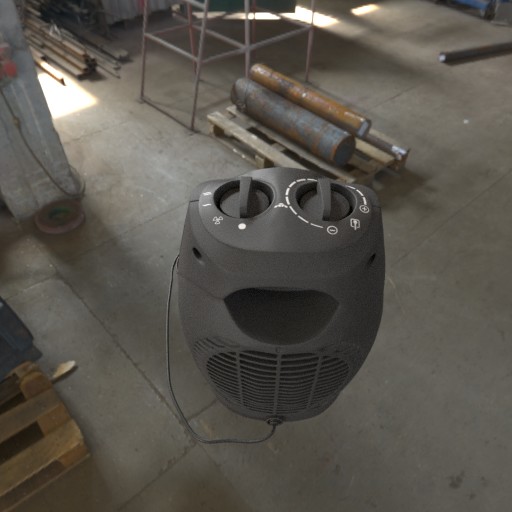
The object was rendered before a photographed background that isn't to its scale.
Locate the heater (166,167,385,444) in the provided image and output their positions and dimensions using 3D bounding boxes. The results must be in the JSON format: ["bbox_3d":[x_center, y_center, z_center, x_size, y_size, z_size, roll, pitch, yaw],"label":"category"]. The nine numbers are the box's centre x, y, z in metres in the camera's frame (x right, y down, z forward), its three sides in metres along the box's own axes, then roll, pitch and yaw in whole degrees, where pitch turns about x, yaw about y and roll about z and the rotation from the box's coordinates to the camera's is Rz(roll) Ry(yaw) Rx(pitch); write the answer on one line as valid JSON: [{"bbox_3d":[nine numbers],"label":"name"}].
[{"bbox_3d":[0.000,0.000,0.455,0.239,0.240,0.291,2,45,2],"label":"heater"}]
